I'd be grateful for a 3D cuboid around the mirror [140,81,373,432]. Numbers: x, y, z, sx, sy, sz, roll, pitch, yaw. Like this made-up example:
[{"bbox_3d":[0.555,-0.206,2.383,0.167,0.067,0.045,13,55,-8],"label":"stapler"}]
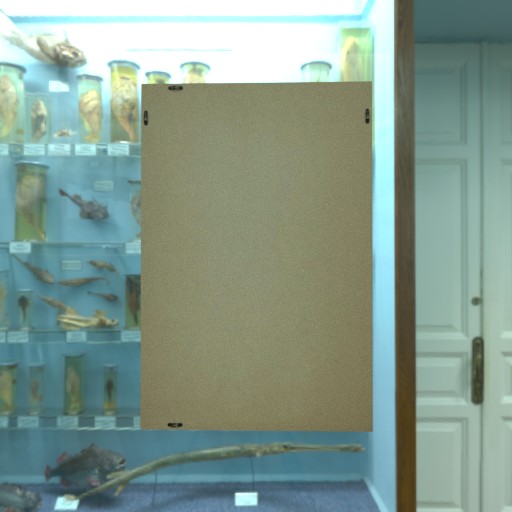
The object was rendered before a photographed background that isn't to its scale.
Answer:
[{"bbox_3d":[0.000,0.000,1.180,0.609,0.915,0.040,0,-1,2],"label":"mirror"}]
